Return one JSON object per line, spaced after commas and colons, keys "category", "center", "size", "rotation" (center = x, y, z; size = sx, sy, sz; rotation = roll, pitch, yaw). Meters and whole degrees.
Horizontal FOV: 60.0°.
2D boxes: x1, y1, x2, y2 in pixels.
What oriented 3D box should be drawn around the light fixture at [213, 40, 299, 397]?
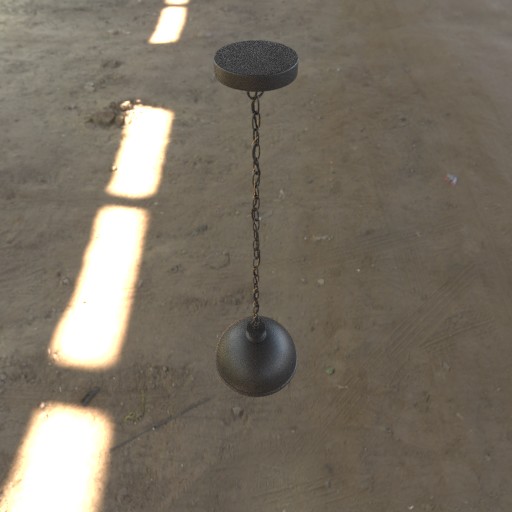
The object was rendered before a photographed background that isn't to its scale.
{"category": "light fixture", "center": [0.000, 0.000, 1.228], "size": [0.304, 1.090, 0.304], "rotation": [-27, 52, -23]}
